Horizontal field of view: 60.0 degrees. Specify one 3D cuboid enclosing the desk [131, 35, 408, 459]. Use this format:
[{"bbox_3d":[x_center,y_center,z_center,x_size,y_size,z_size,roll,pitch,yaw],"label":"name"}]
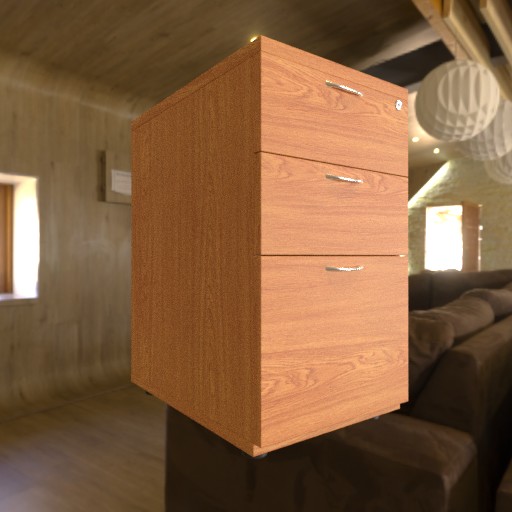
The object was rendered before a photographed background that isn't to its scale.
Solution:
[{"bbox_3d":[0.000,0.000,1.084,0.404,0.730,0.600,0,0,-36],"label":"desk"}]
